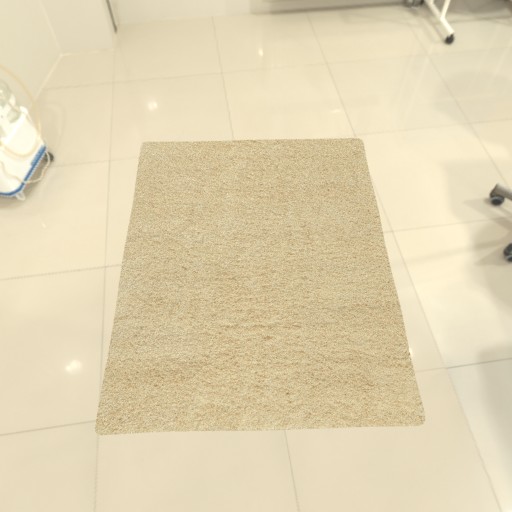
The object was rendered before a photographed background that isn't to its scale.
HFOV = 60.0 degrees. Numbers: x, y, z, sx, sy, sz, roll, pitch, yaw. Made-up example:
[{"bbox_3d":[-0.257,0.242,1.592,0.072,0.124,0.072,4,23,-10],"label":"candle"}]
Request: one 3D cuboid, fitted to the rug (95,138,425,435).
[{"bbox_3d":[0.000,0.000,4.010,2.401,0.025,3.001,-1,57,-1],"label":"rug"}]
